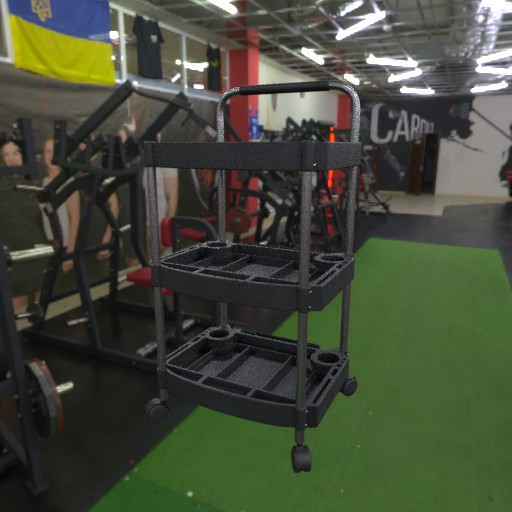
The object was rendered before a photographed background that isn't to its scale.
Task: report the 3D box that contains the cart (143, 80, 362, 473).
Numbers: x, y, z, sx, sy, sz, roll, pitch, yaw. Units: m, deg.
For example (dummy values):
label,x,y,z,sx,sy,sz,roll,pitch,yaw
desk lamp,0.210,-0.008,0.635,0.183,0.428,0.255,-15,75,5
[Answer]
label,x,y,z,sx,sy,sz,roll,pitch,yaw
cart,0.000,0.000,1.408,0.584,1.075,0.518,7,16,26
